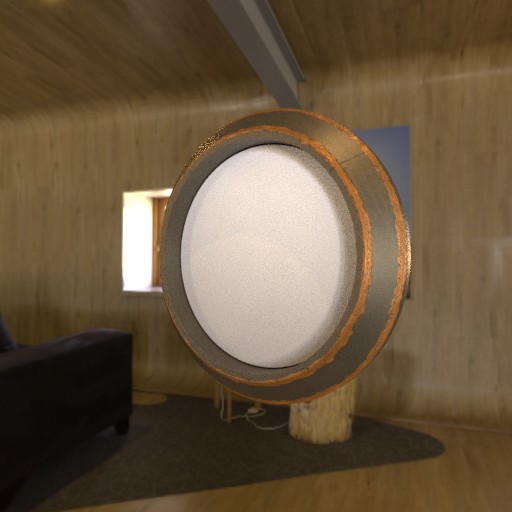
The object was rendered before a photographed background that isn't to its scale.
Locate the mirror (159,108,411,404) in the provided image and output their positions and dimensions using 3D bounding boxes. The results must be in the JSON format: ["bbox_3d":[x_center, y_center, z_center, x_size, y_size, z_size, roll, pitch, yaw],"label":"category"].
[{"bbox_3d":[0.000,0.000,1.366,0.907,0.907,0.111,0,0,35],"label":"mirror"}]
